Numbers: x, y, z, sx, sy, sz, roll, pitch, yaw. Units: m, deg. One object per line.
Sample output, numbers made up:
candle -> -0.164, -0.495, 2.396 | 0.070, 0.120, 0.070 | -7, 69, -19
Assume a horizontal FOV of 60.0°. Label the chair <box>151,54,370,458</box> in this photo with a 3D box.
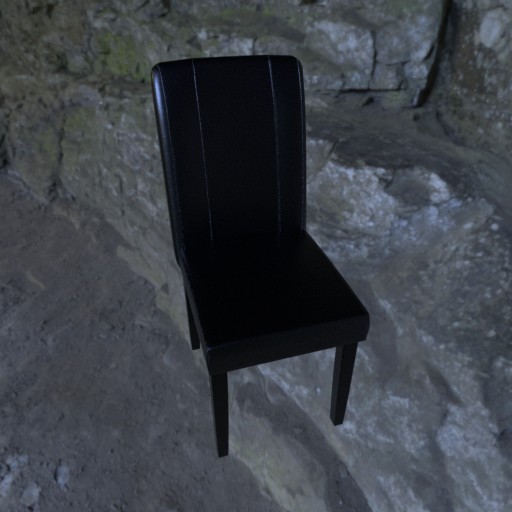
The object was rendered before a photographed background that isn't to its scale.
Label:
chair -> 0.000, 0.000, 1.178 | 0.399, 0.897, 0.556 | -10, 35, -14
